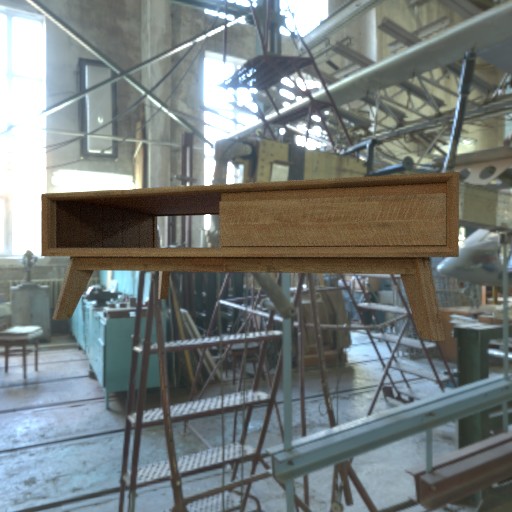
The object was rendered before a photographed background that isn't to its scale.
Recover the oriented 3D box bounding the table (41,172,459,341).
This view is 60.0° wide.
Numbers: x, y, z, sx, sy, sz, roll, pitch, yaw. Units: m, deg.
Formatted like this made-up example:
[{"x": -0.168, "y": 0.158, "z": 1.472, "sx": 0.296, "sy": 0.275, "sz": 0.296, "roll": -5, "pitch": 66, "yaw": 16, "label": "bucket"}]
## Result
[{"x": 0.000, "y": 0.000, "z": 2.059, "sx": 1.619, "sy": 0.531, "sz": 0.918, "roll": 0, "pitch": 0, "yaw": 18, "label": "table"}]
